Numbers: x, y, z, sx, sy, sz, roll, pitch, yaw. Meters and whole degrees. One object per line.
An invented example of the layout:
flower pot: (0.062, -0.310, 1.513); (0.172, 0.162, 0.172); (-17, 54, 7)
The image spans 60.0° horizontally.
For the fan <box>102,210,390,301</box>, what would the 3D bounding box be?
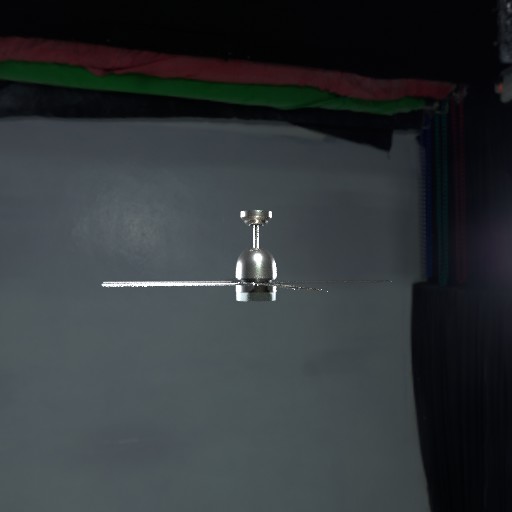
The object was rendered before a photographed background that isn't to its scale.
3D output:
fan: (0.000, 0.000, 2.052); (1.346, 0.406, 1.346); (0, -1, -16)
